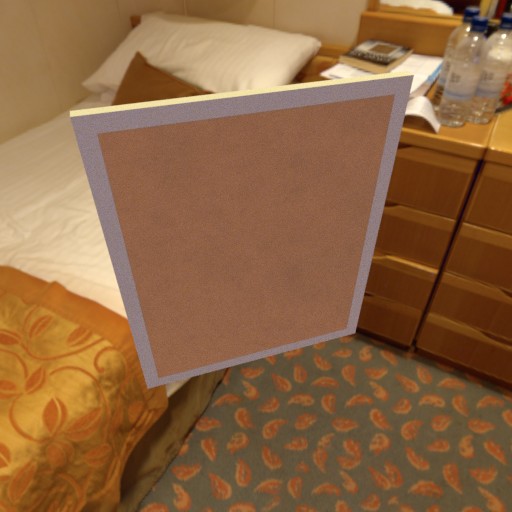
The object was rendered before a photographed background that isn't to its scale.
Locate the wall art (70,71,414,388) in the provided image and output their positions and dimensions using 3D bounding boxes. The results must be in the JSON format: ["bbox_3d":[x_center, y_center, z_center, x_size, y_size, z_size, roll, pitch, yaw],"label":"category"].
[{"bbox_3d":[0.000,0.000,1.092,0.661,0.811,0.026,-12,42,-13],"label":"wall art"}]
